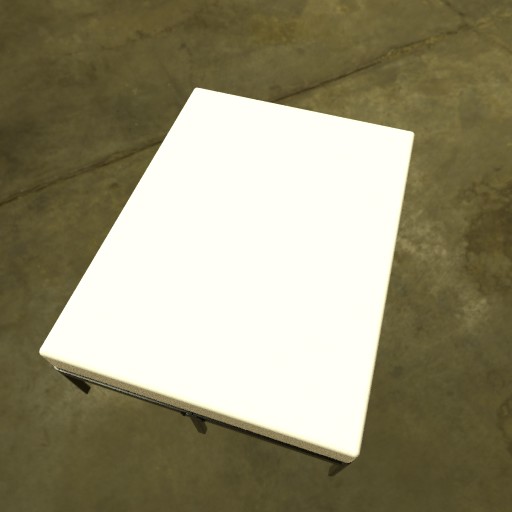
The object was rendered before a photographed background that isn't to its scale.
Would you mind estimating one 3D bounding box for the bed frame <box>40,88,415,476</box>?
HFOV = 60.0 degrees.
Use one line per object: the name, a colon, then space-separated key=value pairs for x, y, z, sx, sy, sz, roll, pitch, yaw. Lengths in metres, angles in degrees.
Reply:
bed frame: x=0.000 y=0.000 z=2.757 sx=1.557 sy=0.659 sz=2.072 roll=15 pitch=59 yaw=9
